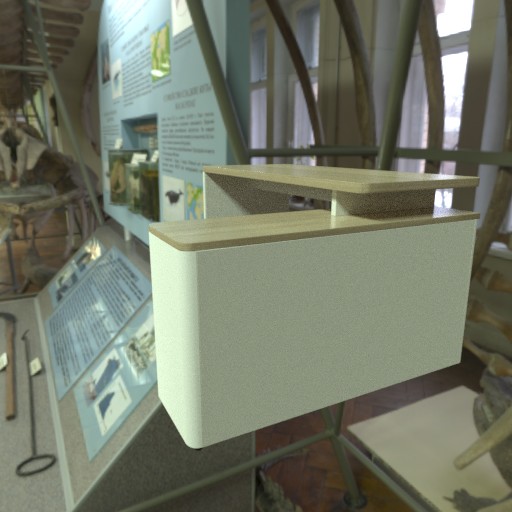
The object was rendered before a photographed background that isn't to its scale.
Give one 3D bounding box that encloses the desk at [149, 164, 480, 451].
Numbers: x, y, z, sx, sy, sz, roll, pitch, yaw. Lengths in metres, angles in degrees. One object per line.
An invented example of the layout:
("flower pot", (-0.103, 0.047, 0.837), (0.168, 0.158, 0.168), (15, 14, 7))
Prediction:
("desk", (0.000, 0.000, 2.066), (1.175, 0.770, 1.400), (-7, 16, -27))
